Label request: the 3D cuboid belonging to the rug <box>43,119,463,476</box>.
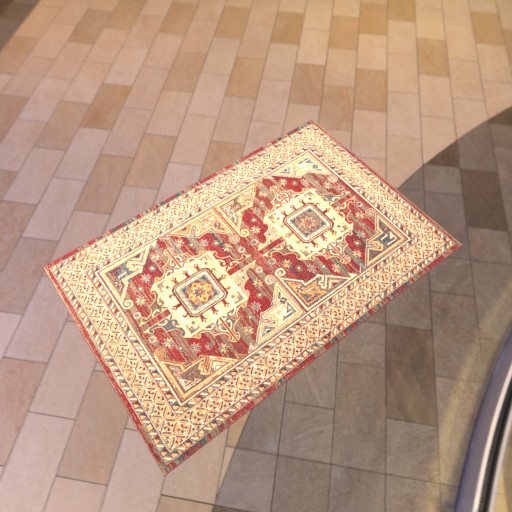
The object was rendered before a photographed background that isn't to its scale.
[{"bbox_3d":[0.000,0.000,5.791,4.578,0.033,3.033,-33,64,-18],"label":"rug"}]
